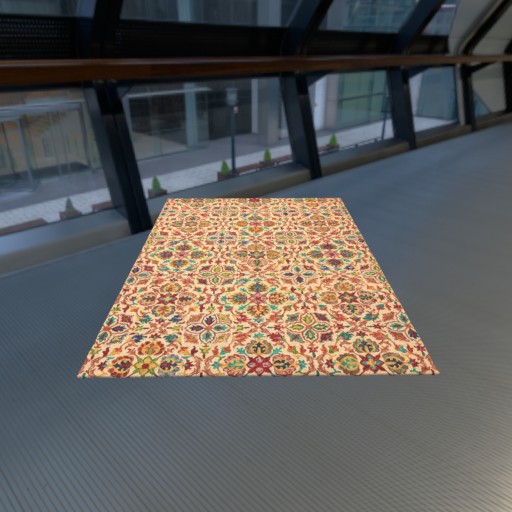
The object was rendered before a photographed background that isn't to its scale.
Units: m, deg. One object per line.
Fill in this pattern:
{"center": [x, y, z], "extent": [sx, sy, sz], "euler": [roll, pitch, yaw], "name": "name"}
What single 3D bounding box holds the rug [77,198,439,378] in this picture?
{"center": [0.000, 0.000, 2.317], "extent": [1.226, 0.013, 1.838], "euler": [0, 26, -1], "name": "rug"}
